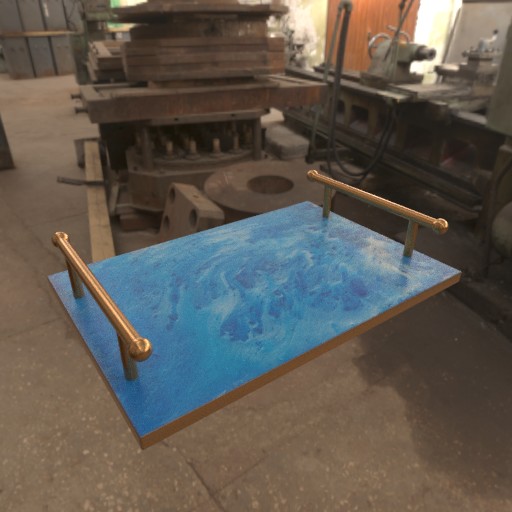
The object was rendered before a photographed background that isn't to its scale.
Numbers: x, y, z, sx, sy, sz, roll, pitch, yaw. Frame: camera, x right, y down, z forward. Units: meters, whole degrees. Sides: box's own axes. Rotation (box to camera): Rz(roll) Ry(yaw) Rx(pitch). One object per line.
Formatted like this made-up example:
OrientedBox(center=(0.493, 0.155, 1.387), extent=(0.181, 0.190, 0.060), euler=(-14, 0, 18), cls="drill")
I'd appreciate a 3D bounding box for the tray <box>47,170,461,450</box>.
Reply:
OrientedBox(center=(0.000, 0.000, 0.560), extent=(0.444, 0.084, 0.304), euler=(-19, 34, -31), cls="tray")
